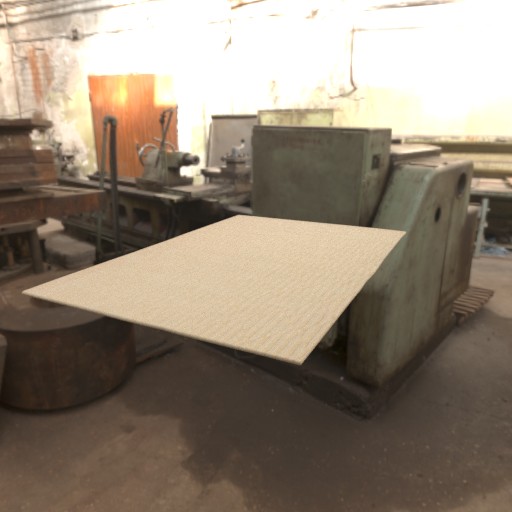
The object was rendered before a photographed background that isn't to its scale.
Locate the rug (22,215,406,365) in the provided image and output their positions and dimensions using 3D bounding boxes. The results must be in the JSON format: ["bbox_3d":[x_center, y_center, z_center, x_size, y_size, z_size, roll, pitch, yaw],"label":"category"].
[{"bbox_3d":[0.000,0.000,2.332,1.238,0.014,1.848,8,18,26],"label":"rug"}]
